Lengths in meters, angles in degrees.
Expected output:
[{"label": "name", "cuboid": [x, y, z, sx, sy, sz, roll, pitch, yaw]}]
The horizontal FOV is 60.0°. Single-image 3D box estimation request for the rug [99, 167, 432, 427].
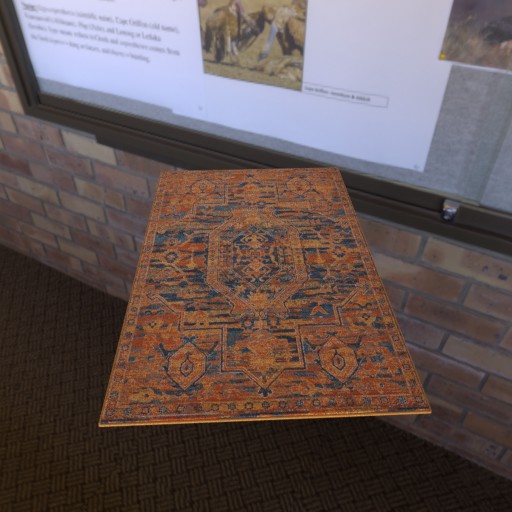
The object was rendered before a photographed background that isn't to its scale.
[{"label": "rug", "cuboid": [0.000, 0.000, 2.196, 1.148, 0.013, 1.758, -2, 40, -2]}]
